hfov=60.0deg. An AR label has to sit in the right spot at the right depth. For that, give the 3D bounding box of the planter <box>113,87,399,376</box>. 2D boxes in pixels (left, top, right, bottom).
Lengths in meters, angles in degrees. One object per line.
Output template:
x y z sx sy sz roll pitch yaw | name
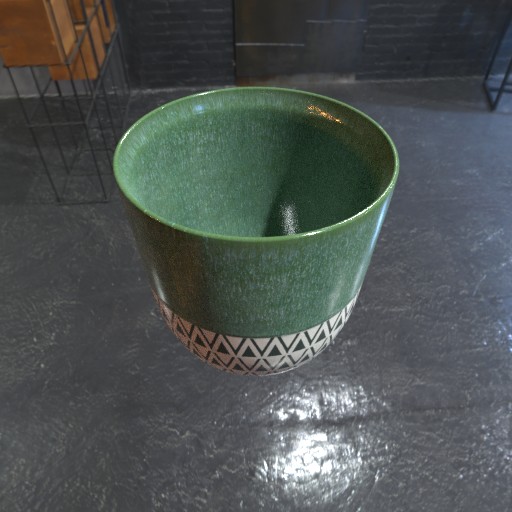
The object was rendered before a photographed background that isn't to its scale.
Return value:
0.000 0.000 0.383 0.195 0.214 0.195 0 44 0 | planter
